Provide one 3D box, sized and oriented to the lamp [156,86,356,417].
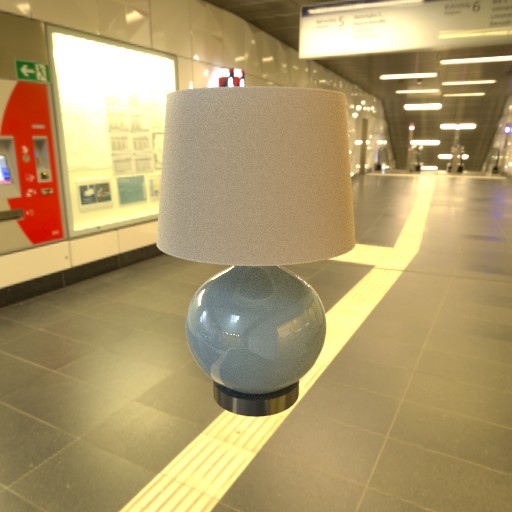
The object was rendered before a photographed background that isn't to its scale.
[{"bbox_3d":[0.000,0.000,0.567,0.247,0.387,0.247,0,15,0],"label":"lamp"}]
